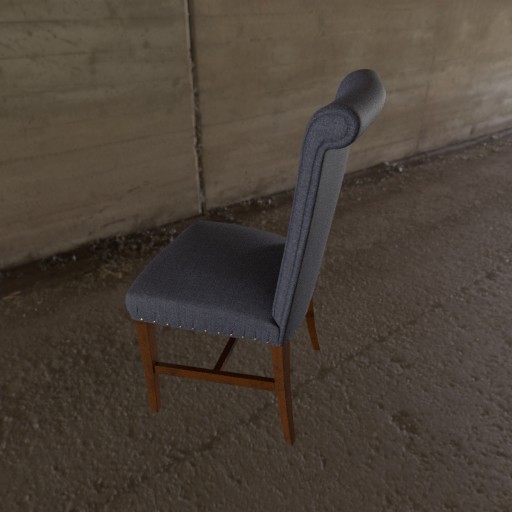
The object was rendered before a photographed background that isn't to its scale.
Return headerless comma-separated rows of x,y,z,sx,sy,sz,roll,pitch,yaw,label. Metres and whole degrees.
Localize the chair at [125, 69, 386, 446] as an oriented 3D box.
0.000,0.000,1.311,0.608,0.988,0.513,9,32,15,chair
